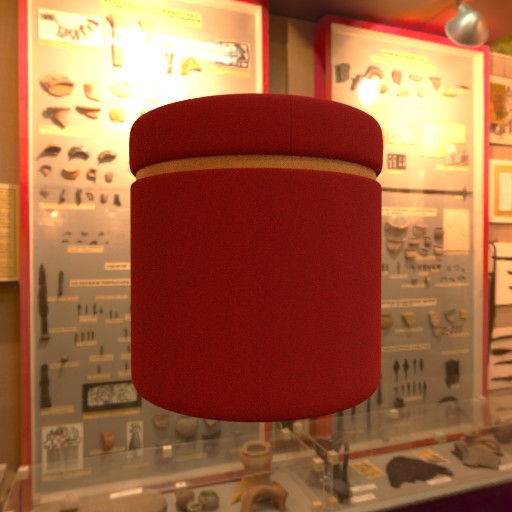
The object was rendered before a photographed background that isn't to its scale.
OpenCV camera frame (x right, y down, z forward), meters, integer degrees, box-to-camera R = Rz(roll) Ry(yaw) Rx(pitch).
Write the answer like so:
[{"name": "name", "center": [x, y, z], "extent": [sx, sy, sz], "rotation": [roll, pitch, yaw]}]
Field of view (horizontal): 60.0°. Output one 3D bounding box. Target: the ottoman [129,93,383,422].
[{"name": "ottoman", "center": [0.000, 0.000, 0.726], "extent": [0.400, 0.406, 0.400], "rotation": [0, 1, 0]}]
